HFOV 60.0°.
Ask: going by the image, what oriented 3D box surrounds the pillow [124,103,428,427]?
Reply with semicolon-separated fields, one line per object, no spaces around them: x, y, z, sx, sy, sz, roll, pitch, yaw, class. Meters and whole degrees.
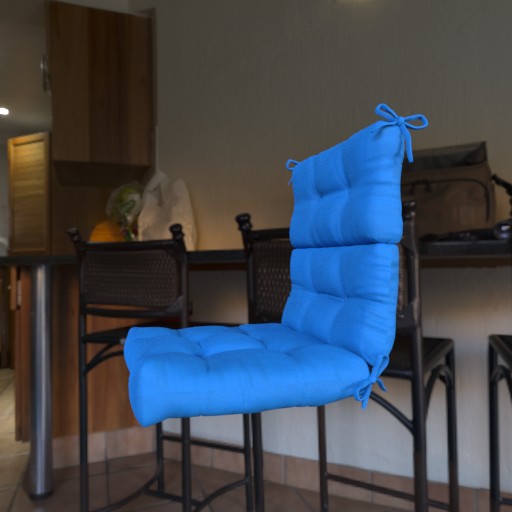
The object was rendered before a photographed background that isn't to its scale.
0.000;0.000;1.017;0.571;0.605;0.519;0;-1;-18;pillow
